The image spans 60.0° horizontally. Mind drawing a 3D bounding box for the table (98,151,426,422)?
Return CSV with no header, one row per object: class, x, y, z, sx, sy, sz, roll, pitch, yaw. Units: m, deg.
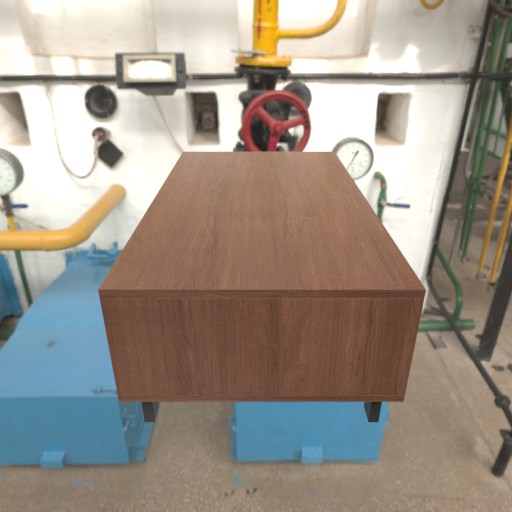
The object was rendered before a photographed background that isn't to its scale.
table,0.000,0.000,1.322,0.600,0.380,1.020,0,27,0
